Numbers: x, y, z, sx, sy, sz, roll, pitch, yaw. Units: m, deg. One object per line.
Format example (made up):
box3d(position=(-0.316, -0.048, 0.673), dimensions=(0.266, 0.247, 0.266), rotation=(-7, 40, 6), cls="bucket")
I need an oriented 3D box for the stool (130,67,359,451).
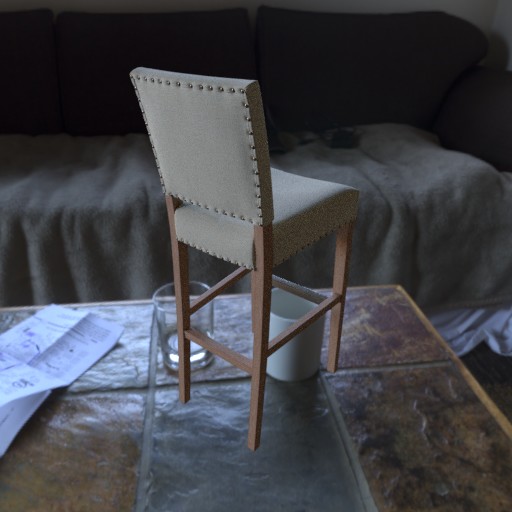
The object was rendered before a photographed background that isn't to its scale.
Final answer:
box3d(position=(0.000, 0.000, 1.430), dimensions=(0.428, 1.143, 0.546), rotation=(21, 36, 32), cls="stool")
